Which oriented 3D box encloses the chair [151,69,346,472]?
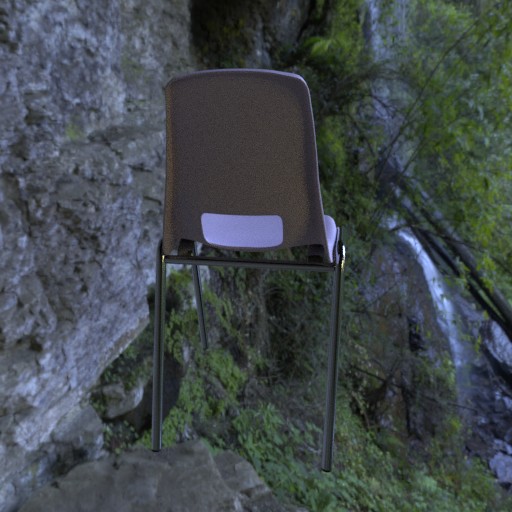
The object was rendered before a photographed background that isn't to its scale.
[{"bbox_3d":[0.000,0.000,0.951,0.381,0.704,0.436,3,17,9],"label":"chair"}]
